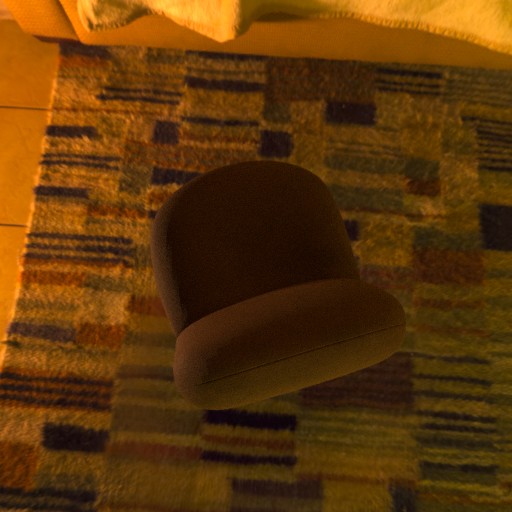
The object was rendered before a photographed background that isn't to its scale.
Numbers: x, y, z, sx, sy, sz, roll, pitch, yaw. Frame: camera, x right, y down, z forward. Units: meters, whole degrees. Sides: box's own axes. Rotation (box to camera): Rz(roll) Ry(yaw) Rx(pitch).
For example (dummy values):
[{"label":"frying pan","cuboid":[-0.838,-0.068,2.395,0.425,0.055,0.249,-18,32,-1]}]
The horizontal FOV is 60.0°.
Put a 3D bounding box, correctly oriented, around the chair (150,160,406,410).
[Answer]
[{"label":"chair","cuboid":[0.000,0.000,1.034,0.521,0.594,0.597,-16,76,-4]}]
